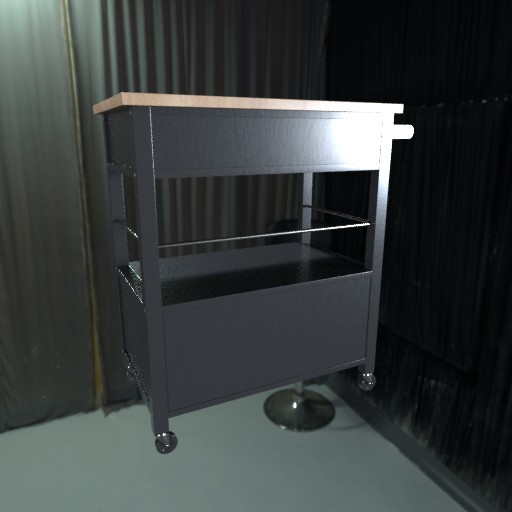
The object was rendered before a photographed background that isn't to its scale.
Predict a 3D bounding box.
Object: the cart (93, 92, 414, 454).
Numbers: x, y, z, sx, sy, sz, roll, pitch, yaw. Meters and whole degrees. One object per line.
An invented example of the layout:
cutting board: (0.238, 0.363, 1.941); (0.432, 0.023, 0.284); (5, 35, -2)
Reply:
cart: (0.000, 0.000, 1.398); (0.840, 0.901, 0.459); (-7, 17, -26)
